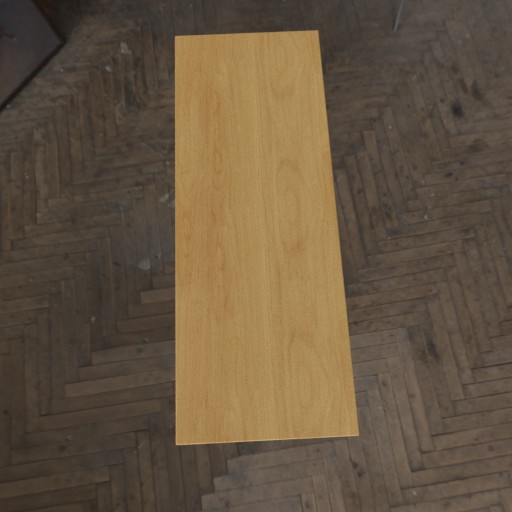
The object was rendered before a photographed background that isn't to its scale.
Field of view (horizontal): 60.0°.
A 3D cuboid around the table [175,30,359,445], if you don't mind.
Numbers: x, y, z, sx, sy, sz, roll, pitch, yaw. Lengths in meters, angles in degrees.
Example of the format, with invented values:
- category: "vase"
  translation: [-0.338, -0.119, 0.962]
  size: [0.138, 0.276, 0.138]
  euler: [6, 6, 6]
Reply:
- category: "table"
  translation: [0.000, 0.000, 1.284]
  size: [0.340, 0.728, 0.900]
  euler: [-3, 75, -1]
